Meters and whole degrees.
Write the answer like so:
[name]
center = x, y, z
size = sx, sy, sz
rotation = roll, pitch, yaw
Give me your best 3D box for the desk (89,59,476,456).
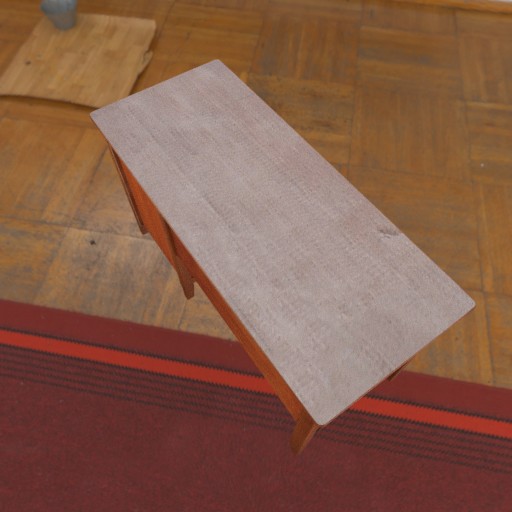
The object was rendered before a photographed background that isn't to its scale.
[desk]
center = 0.000, 0.000, 1.761
size = 0.574, 0.756, 1.353
rotation = -31, 63, -17
